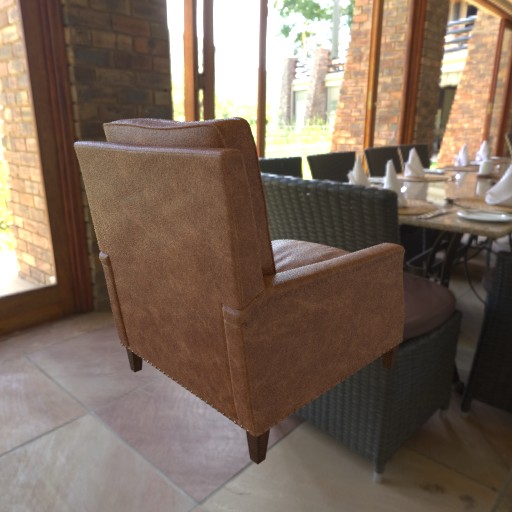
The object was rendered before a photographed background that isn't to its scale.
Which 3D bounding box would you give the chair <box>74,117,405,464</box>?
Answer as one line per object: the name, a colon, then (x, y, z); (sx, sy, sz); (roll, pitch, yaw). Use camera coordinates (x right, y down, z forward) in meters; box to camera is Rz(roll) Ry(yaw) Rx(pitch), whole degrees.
chair: (0.000, 0.000, 1.785); (1.035, 1.054, 0.854); (-15, 22, -42)
